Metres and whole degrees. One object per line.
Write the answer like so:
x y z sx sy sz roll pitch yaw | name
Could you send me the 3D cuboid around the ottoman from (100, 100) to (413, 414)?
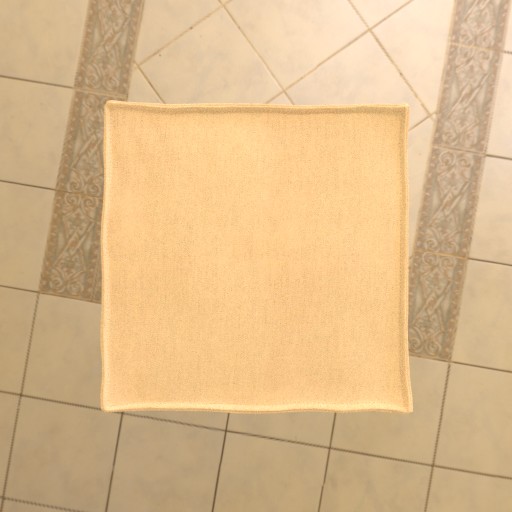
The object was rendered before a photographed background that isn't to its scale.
0.000 0.000 1.163 0.696 0.470 0.707 0 90 0 | ottoman
